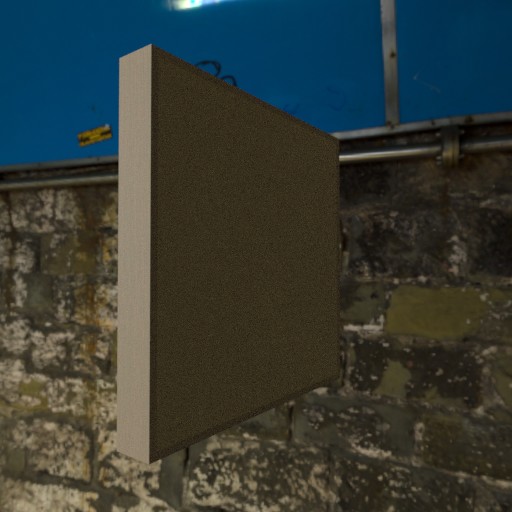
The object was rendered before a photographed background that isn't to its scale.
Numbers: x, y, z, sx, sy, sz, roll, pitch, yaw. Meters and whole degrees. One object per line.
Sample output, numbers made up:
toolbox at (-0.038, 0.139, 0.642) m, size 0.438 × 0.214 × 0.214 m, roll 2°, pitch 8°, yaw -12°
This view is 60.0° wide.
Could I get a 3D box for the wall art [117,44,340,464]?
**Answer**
wall art at (0.000, 0.000, 0.452) m, size 0.038 × 0.303 × 0.304 m, roll -1°, pitch -2°, yaw 37°
